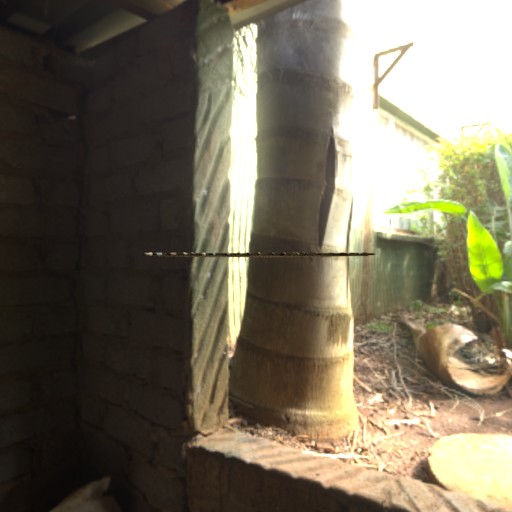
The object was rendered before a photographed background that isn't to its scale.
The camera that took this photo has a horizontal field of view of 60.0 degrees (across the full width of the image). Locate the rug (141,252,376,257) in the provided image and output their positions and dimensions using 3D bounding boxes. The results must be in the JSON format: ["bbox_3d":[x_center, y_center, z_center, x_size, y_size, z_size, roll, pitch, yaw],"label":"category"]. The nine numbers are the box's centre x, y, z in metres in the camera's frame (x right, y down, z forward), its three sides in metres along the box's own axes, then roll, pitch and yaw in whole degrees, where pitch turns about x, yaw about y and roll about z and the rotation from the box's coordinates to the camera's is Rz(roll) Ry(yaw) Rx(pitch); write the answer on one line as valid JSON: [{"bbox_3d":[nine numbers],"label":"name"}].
[{"bbox_3d":[0.000,0.000,2.653,0.769,0.013,2.440,0,0,0],"label":"rug"}]
